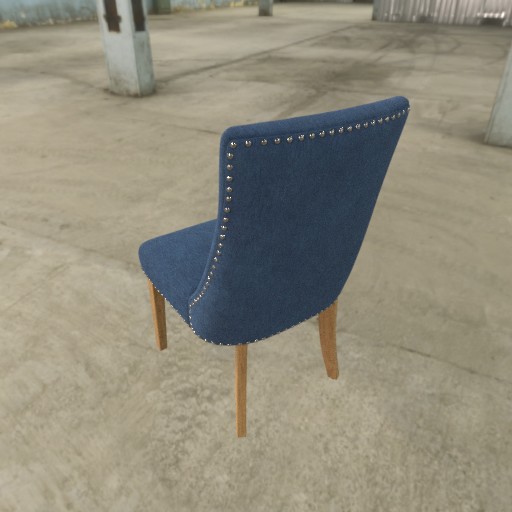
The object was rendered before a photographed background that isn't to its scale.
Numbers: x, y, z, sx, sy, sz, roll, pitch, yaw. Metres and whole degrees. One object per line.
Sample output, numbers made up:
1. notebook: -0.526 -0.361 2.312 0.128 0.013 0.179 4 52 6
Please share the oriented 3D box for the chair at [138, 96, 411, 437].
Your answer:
1. chair: 0.000 0.000 1.254 0.495 0.902 0.610 -20 37 -30
